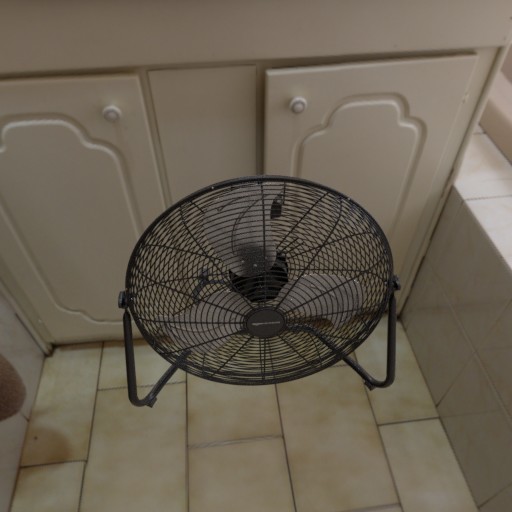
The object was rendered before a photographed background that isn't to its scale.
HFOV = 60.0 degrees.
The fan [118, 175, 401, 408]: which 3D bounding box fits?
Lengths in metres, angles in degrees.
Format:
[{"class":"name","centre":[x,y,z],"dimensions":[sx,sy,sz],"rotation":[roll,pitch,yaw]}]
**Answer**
[{"class":"fan","centre":[0.000,0.000,0.926],"dimensions":[0.555,0.546,0.424],"rotation":[-3,47,-3]}]
